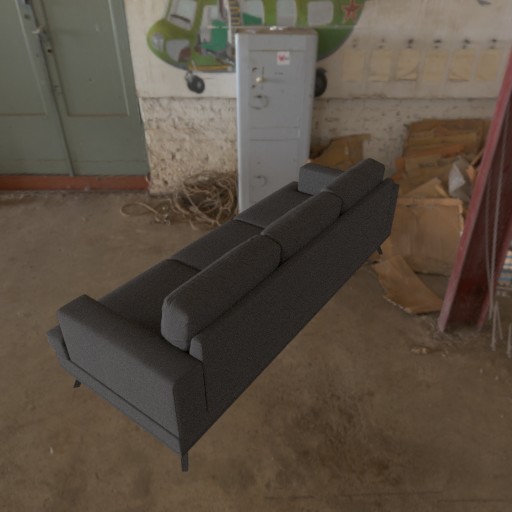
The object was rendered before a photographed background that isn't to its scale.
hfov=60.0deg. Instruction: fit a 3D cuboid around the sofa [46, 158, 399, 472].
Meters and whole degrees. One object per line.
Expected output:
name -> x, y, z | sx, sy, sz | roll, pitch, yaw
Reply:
sofa -> 0.000, 0.000, 2.729 | 0.920, 0.810, 2.310 | 21, 39, 30
